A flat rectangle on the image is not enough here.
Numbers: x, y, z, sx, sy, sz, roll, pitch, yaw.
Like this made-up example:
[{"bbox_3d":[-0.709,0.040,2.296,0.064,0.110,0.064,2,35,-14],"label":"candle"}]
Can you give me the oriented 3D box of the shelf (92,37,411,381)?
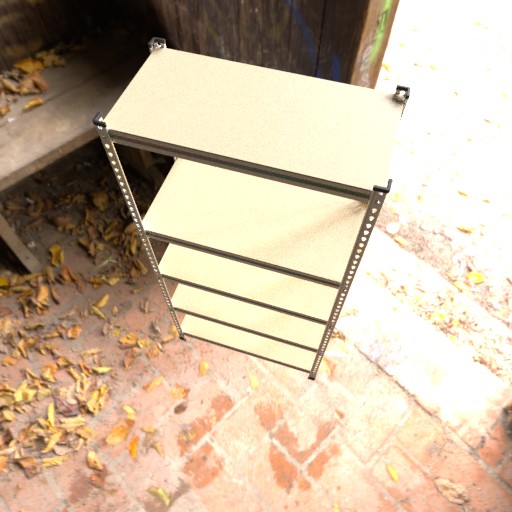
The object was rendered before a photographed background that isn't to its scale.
[{"bbox_3d":[0.000,0.000,2.173,0.914,1.829,0.457,15,60,9],"label":"shelf"}]
